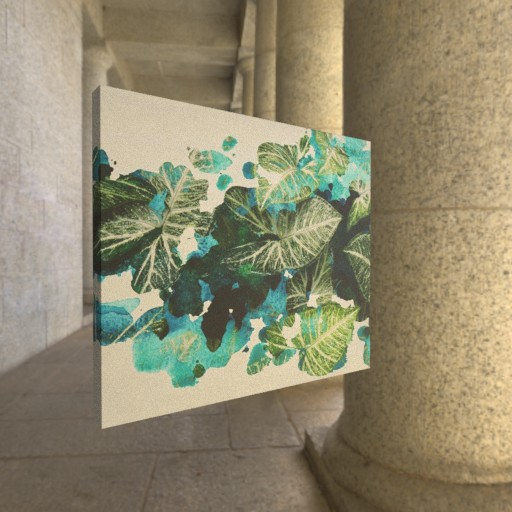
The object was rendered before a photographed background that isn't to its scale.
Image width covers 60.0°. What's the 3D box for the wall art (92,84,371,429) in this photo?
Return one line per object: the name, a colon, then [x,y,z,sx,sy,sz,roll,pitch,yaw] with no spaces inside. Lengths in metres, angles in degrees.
wall art: [0.000,0.000,0.721,0.507,0.435,0.041,-1,1,-35]
